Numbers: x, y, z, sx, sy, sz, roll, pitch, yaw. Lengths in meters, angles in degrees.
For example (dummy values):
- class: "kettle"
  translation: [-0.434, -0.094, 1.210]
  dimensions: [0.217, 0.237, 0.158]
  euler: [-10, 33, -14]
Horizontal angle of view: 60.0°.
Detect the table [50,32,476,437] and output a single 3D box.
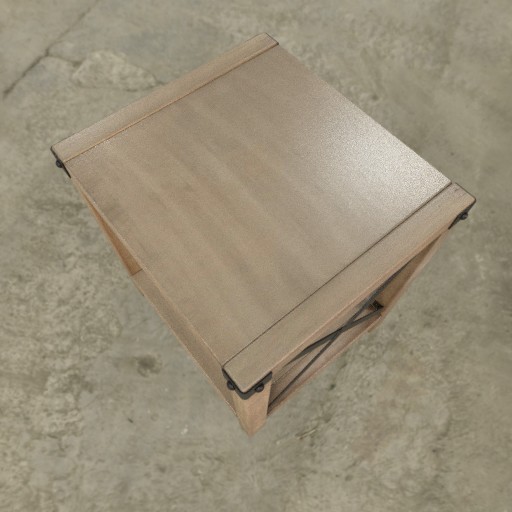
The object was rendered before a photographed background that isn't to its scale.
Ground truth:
- class: "table"
  translation: [0.000, 0.000, 0.927]
  dimensions: [0.459, 0.561, 0.510]
  euler: [-36, 68, -17]
